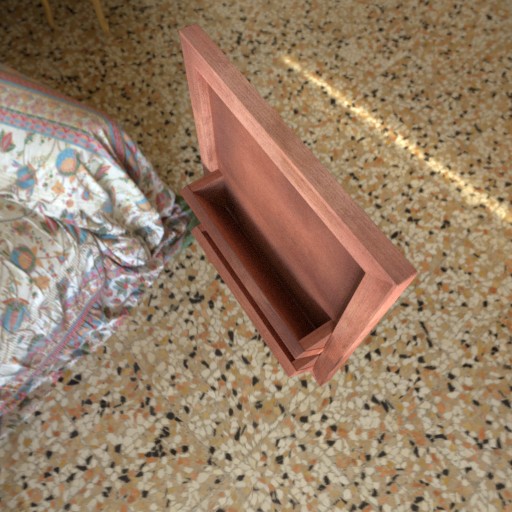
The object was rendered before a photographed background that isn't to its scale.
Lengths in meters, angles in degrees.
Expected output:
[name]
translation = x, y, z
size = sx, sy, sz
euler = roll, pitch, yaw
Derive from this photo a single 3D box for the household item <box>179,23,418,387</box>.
[household item]
translation = 0.000, 0.000, 0.539
size = 0.067, 0.407, 0.310
euler = -31, 68, -14
